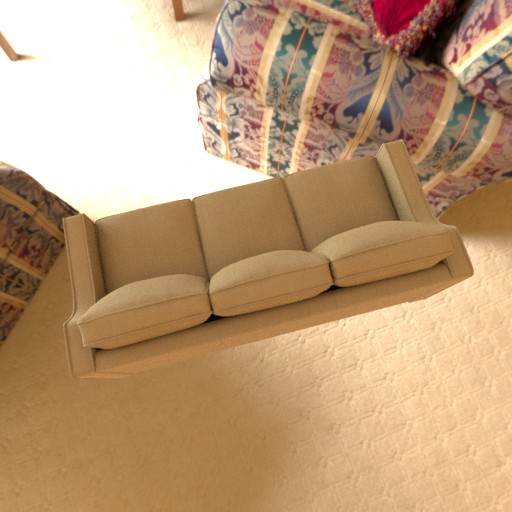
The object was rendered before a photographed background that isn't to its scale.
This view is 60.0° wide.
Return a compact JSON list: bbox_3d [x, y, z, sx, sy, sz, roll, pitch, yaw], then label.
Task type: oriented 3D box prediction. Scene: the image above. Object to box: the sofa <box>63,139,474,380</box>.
[{"bbox_3d":[0.000,0.000,2.544,1.986,0.974,0.911,-14,74,-4],"label":"sofa"}]
